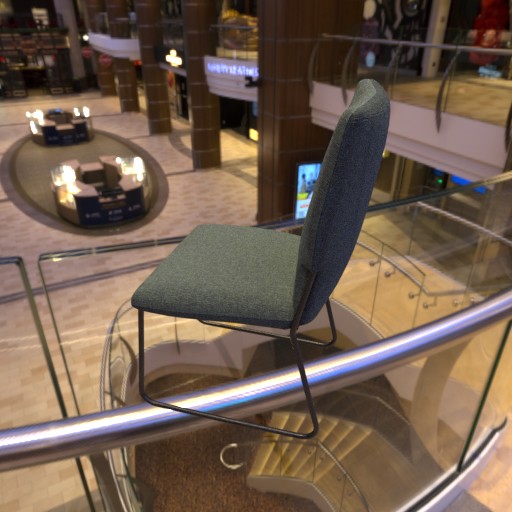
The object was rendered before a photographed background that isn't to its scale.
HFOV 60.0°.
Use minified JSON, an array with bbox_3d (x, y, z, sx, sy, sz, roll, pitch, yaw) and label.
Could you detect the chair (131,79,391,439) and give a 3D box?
[{"bbox_3d":[0.000,0.000,1.284,0.635,0.931,0.480,8,30,14],"label":"chair"}]
